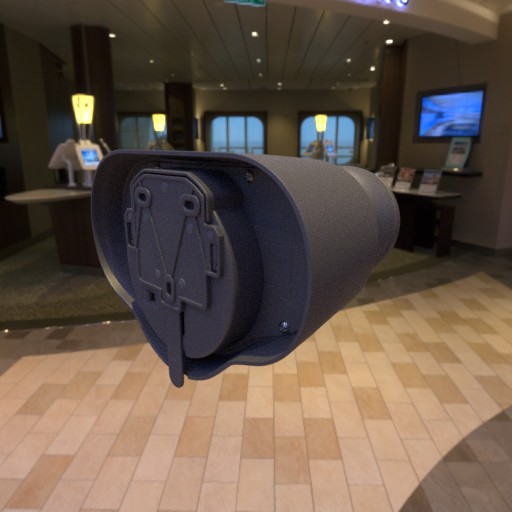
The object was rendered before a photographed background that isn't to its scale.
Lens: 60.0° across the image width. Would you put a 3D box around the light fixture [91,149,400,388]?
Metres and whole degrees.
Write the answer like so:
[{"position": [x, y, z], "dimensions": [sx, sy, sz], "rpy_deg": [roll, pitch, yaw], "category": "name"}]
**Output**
[{"position": [0.000, 0.000, 0.340], "dimensions": [0.159, 0.159, 0.229], "rpy_deg": [-14, 20, -43], "category": "light fixture"}]
